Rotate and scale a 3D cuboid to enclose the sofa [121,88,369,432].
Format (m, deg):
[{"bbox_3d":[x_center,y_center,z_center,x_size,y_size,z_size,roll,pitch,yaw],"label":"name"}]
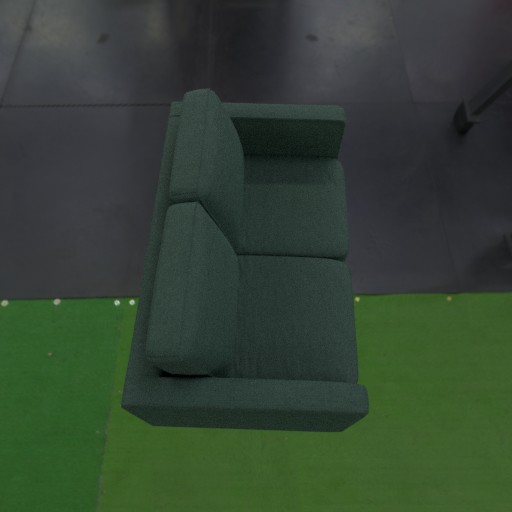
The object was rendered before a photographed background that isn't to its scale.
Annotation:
[{"bbox_3d":[0.000,0.000,2.030,0.879,0.899,1.430,2,63,1],"label":"sofa"}]
